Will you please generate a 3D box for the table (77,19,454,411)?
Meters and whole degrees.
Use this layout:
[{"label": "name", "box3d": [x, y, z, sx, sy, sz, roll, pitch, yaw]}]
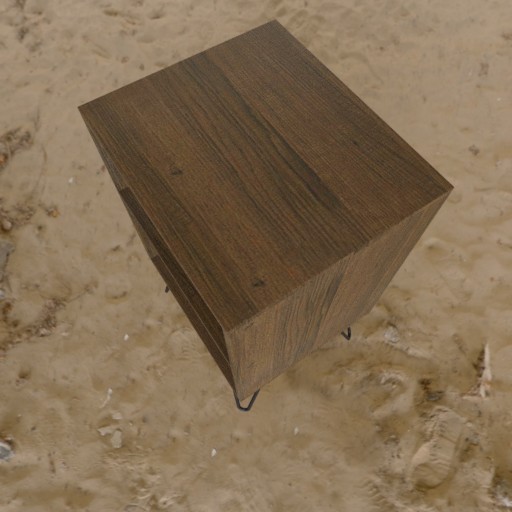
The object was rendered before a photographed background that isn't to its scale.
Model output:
[{"label": "table", "box3d": [0.000, 0.000, 1.166, 0.457, 0.866, 0.526, -31, 67, -15]}]
